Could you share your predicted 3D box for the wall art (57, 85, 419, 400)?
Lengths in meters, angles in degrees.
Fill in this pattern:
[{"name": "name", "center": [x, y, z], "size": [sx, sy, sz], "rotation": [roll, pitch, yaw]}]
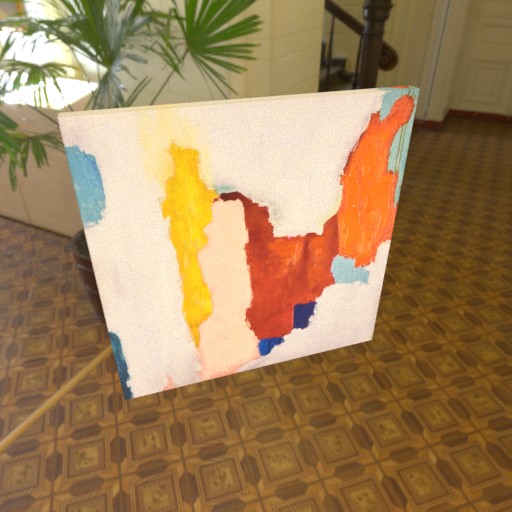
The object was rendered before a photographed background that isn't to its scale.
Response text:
[{"name": "wall art", "center": [0.000, 0.000, 1.189], "size": [0.814, 0.814, 0.037], "rotation": [-10, 34, -15]}]
